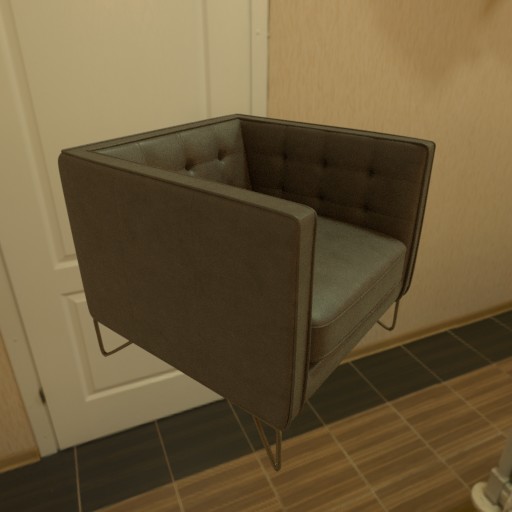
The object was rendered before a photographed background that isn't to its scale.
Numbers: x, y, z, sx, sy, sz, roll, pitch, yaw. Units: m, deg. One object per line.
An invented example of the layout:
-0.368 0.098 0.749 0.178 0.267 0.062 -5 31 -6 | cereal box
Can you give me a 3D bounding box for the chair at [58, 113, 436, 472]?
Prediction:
0.000 0.000 1.571 0.894 0.790 0.880 19 33 33 | chair
